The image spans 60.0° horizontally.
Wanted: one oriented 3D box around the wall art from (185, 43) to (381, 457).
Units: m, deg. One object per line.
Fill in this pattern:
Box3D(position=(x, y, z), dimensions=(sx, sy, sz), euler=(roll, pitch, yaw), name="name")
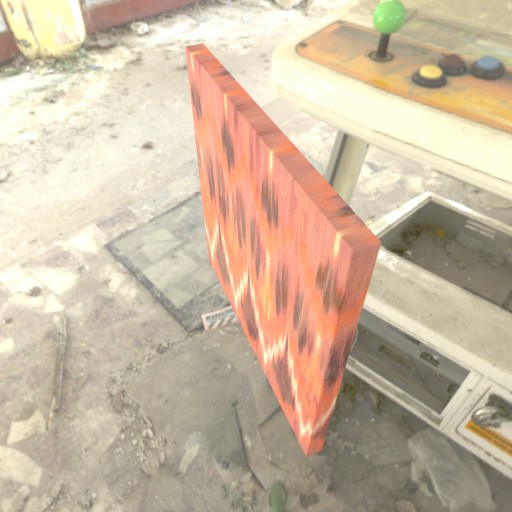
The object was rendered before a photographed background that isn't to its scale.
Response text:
Box3D(position=(0.000, 0.000, 0.889), dimensions=(0.037, 0.609, 0.603), euler=(-17, 49, -16), name="wall art")
